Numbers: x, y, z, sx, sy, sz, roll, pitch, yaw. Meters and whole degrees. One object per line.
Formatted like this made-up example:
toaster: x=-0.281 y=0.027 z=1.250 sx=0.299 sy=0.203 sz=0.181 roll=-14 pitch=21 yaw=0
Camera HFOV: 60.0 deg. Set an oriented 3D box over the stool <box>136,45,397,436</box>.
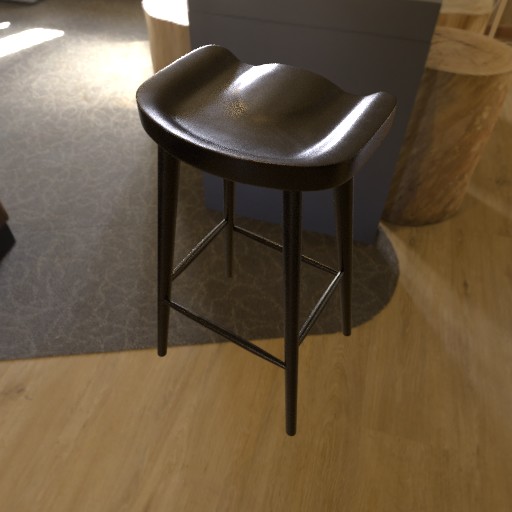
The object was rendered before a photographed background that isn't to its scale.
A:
stool: x=0.000 y=0.000 z=0.992 sx=0.440 sy=0.749 sz=0.361 roll=25 pitch=53 yaw=21
